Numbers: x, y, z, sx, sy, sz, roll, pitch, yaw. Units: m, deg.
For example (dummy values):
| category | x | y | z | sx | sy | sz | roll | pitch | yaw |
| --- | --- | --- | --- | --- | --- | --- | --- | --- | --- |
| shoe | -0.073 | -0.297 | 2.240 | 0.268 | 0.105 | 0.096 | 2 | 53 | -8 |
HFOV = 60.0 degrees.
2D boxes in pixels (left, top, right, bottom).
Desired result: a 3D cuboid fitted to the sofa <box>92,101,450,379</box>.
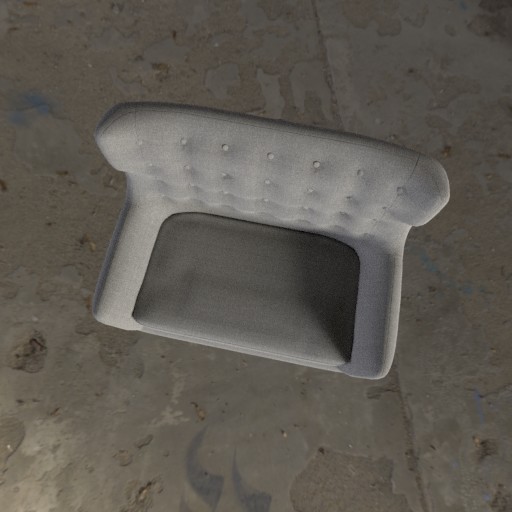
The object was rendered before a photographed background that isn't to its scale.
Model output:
| category | x | y | z | sx | sy | sz | roll | pitch | yaw |
| --- | --- | --- | --- | --- | --- | --- | --- | --- | --- |
| sofa | 0.000 | 0.000 | 2.058 | 1.386 | 1.028 | 0.884 | 11 | 76 | 3 |
